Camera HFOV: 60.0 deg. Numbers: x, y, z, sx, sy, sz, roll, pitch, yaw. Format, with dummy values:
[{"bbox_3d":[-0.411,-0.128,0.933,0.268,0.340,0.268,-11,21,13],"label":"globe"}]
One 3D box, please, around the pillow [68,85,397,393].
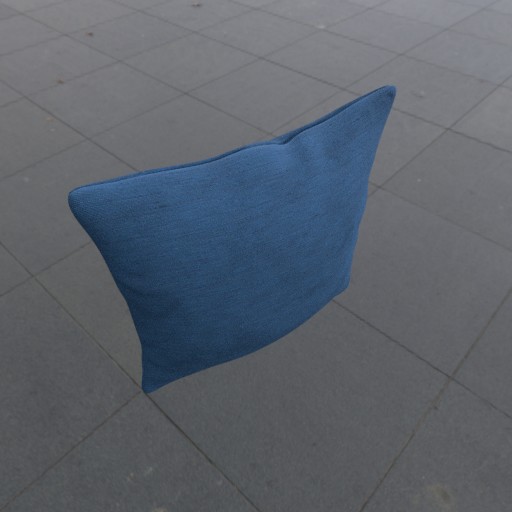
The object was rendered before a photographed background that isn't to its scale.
[{"bbox_3d":[0.000,0.000,0.658,0.437,0.420,0.177,-24,51,-22],"label":"pillow"}]
